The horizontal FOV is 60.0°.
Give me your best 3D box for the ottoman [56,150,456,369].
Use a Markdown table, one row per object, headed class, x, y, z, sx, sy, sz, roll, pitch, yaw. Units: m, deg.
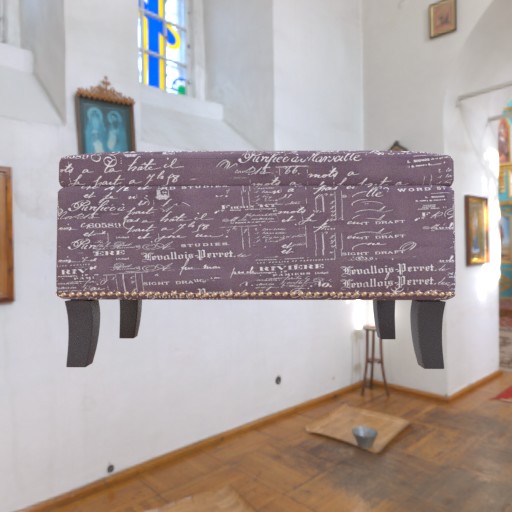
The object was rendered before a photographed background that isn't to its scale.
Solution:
| class | x | y | z | sx | sy | sz | roll | pitch | yaw |
| --- | --- | --- | --- | --- | --- | --- | --- | --- | --- |
| ottoman | 0.000 | 0.000 | 1.081 | 0.813 | 0.457 | 0.406 | 0 | 0 | 1 |
